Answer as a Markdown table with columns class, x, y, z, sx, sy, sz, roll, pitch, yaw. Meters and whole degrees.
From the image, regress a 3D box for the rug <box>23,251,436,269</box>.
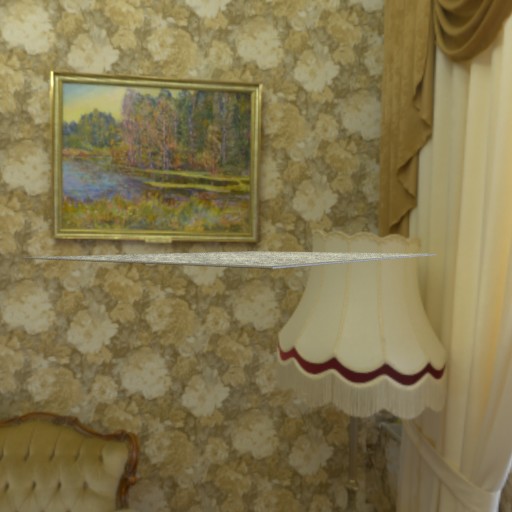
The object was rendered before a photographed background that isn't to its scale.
| class | x | y | z | sx | sy | sz | roll | pitch | yaw |
| --- | --- | --- | --- | --- | --- | --- | --- | --- | --- |
| rug | 0.000 | 0.000 | 3.992 | 2.363 | 0.012 | 2.980 | 1 | 2 | 36 |
